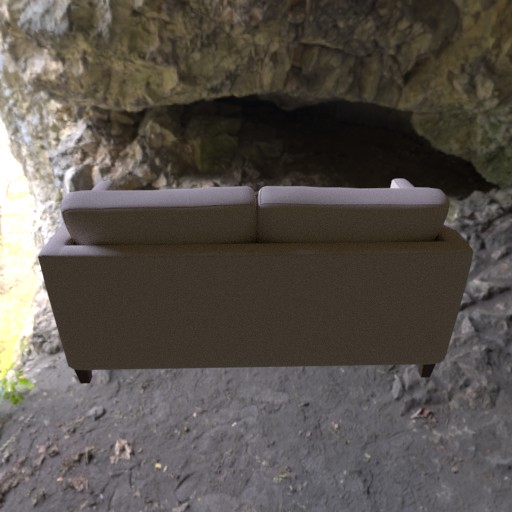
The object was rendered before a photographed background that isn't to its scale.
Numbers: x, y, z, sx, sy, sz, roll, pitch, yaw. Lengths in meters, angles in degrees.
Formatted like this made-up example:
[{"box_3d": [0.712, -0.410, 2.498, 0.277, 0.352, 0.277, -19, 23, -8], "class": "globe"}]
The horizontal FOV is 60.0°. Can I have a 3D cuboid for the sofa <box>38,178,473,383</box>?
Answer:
[{"box_3d": [0.000, 0.000, 2.201, 1.722, 0.888, 0.873, -1, 29, -1], "class": "sofa"}]
